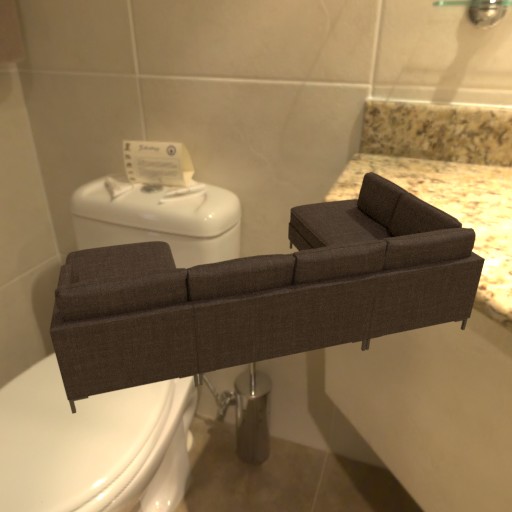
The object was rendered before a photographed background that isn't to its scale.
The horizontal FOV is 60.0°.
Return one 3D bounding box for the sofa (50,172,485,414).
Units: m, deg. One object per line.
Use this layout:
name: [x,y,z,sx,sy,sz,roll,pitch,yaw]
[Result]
sofa: [0.000,0.000,4.195,3.423,0.999,2.048,-8,29,-15]
